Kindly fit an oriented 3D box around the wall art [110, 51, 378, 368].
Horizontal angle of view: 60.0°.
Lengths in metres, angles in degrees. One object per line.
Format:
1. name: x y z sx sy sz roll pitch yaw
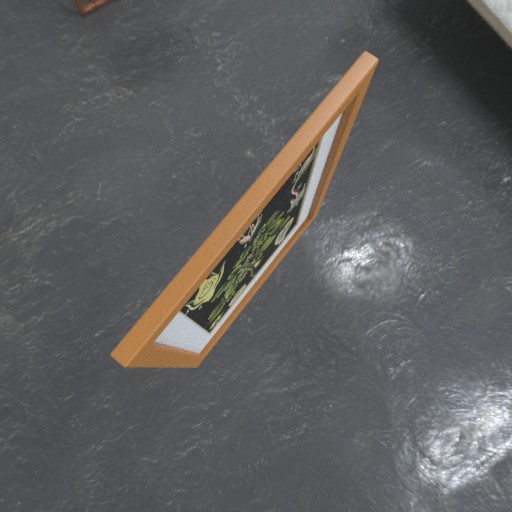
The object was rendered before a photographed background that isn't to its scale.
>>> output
1. wall art: 0.000 0.000 0.754 0.022 0.553 0.452 37 79 9
